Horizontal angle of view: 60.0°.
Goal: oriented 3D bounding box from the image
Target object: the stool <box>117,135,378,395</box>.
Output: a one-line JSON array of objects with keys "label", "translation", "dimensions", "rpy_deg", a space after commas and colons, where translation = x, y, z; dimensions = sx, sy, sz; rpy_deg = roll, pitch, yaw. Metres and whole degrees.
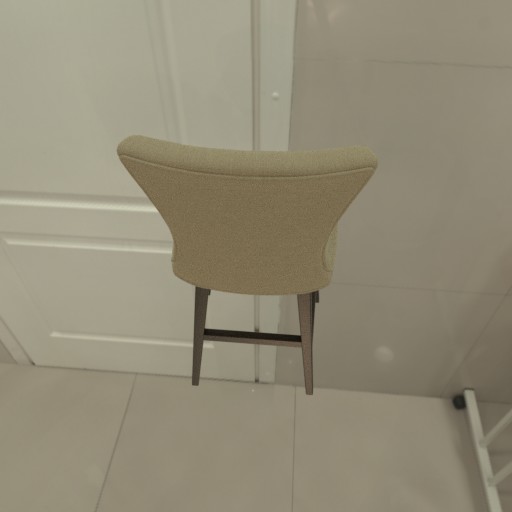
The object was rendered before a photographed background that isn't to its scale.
[{"label": "stool", "translation": [0.000, 0.000, 1.395], "dimensions": [0.514, 1.086, 0.574], "rpy_deg": [4, 46, 3]}]
